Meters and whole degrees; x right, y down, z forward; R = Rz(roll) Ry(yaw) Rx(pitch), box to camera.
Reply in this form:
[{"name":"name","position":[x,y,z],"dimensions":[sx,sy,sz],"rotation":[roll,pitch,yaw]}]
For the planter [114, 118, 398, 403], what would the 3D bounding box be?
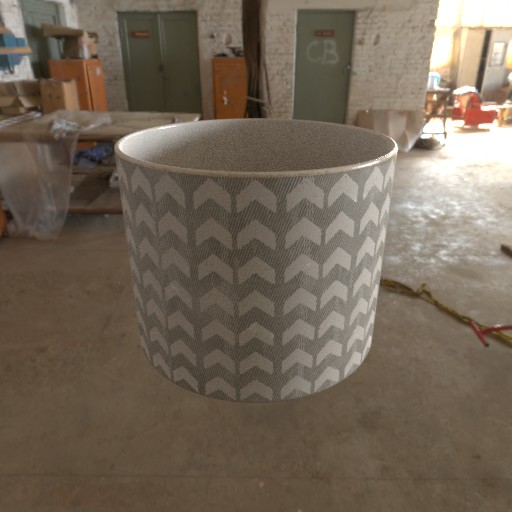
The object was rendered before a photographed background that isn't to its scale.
[{"name":"planter","position":[0.000,0.000,0.347],"dimensions":[0.190,0.181,0.190],"rotation":[0,25,0]}]
